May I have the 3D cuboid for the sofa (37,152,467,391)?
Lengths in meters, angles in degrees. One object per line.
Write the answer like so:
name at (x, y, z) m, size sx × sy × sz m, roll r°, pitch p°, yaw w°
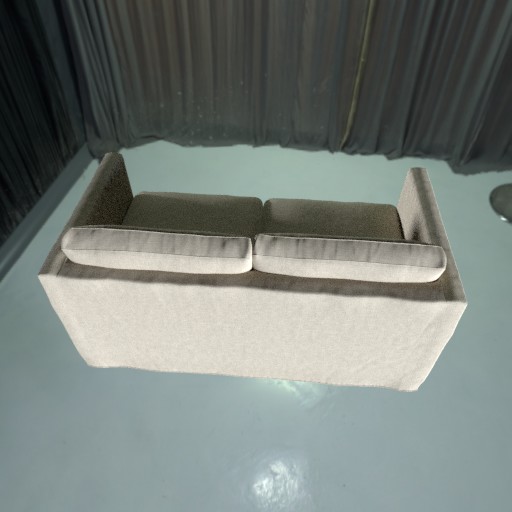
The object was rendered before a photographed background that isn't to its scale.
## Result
sofa at (0.000, 0.000, 2.289) m, size 1.766 × 0.828 × 0.956 m, roll 4°, pitch 46°, yaw 3°
